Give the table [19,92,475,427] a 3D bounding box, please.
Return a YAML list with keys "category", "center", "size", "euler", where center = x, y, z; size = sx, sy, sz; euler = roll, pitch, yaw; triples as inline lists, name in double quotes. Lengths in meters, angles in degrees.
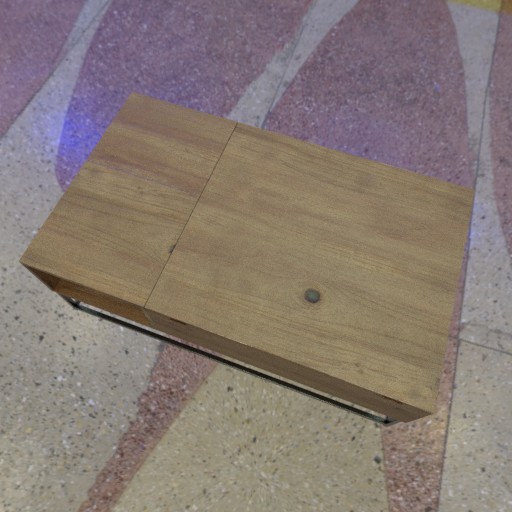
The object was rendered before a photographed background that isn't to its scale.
- category: "table"
  center: [0.000, 0.000, 1.397]
  size: [1.101, 0.395, 0.655]
  euler: [18, 65, 9]
